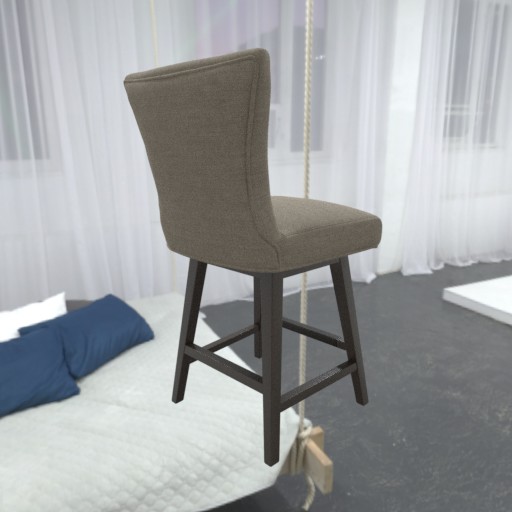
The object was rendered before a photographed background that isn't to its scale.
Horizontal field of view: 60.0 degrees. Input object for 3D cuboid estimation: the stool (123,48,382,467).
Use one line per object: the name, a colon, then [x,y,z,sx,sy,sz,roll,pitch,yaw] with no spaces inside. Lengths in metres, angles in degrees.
stool: [0.000,0.000,1.299,0.514,1.000,0.574,13,19,43]
